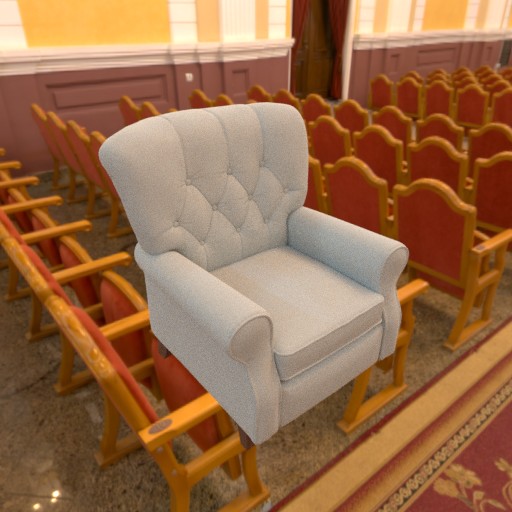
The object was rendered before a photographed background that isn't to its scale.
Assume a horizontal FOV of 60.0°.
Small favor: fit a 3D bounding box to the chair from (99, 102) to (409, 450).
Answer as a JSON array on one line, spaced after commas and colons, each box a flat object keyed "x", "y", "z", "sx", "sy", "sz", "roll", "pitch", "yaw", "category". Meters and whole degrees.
[{"x": 0.000, "y": 0.000, "z": 2.084, "sx": 1.090, "sy": 1.217, "sz": 1.128, "roll": -21, "pitch": 35, "yaw": -33, "category": "chair"}]
